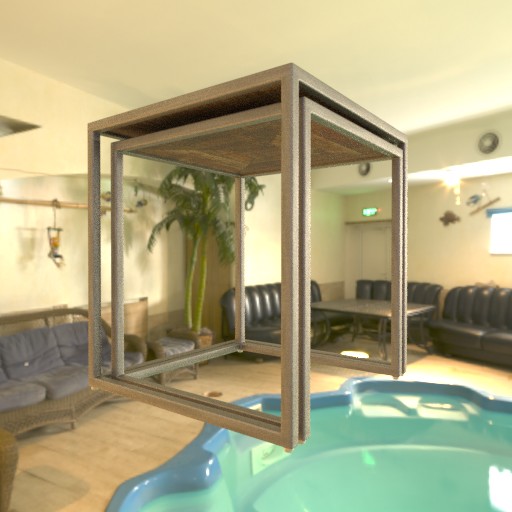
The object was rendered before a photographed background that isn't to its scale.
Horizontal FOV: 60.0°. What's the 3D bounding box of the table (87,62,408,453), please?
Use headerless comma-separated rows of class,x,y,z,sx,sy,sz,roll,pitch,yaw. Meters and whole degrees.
table,0.000,0.000,0.873,0.449,0.500,0.450,1,1,37
